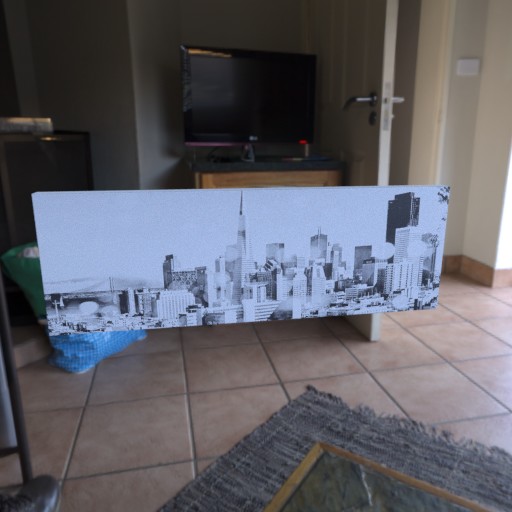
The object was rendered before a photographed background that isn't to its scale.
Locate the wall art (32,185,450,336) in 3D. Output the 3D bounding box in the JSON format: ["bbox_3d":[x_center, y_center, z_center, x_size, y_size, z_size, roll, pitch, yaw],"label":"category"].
[{"bbox_3d":[0.000,0.000,0.851,0.766,0.256,0.036,-3,15,-10],"label":"wall art"}]
